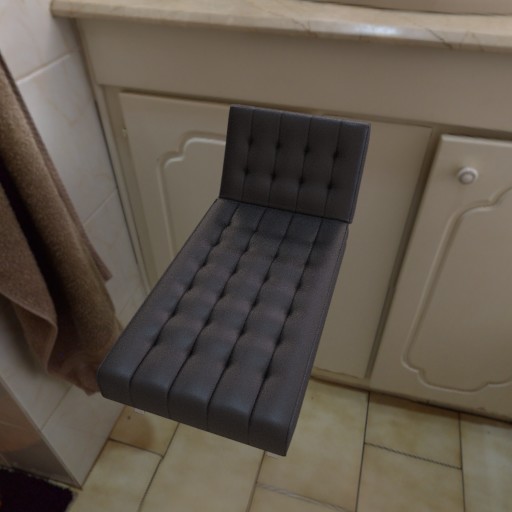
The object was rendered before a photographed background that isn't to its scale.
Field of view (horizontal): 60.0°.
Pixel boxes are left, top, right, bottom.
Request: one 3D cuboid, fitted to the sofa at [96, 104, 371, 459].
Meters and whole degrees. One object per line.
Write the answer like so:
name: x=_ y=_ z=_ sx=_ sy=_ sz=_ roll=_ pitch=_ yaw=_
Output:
sofa: x=0.000 y=0.000 z=2.056 sx=0.760 sy=0.820 sz=1.560 roll=12 pitch=43 yaw=14
